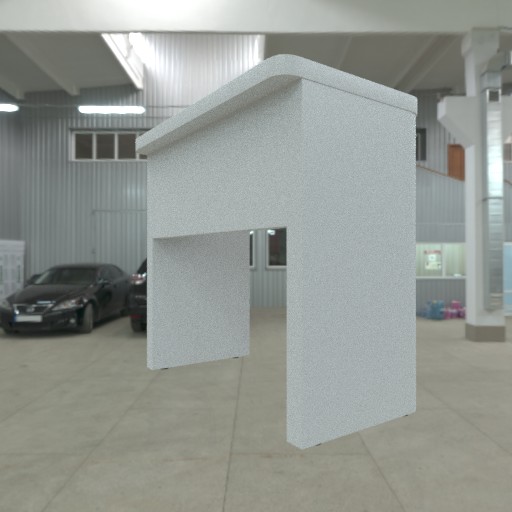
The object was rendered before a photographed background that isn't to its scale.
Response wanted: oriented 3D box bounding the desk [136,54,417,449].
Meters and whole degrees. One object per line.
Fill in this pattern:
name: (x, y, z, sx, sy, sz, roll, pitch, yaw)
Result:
desk: (0.000, 0.000, 1.271, 0.446, 0.760, 0.790, 0, 0, -35)
